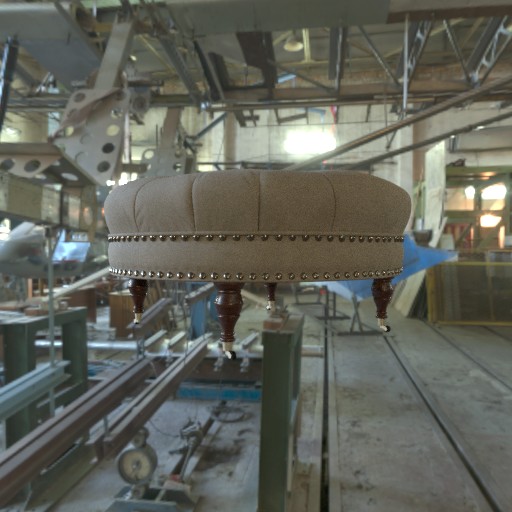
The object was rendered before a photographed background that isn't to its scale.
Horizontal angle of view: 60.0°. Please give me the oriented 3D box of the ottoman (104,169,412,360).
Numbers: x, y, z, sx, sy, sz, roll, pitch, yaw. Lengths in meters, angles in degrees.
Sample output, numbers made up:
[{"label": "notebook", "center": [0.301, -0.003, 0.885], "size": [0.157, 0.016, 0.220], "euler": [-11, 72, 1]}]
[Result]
[{"label": "ottoman", "center": [0.000, 0.000, 1.351], "size": [0.901, 0.439, 0.901], "euler": [0, 1, 0]}]
